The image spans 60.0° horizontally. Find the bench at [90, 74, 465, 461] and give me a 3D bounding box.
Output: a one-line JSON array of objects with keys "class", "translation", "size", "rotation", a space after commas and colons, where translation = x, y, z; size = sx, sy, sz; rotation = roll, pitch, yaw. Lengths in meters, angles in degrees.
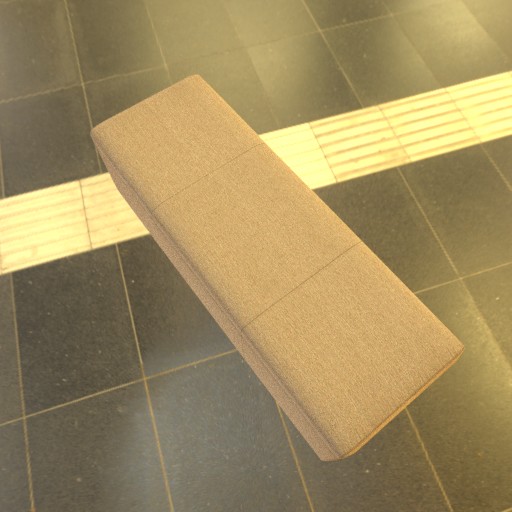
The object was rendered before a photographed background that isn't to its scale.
[{"class": "bench", "translation": [0.000, 0.000, 1.485], "size": [0.446, 0.438, 1.269], "rotation": [-35, 69, -15]}]
